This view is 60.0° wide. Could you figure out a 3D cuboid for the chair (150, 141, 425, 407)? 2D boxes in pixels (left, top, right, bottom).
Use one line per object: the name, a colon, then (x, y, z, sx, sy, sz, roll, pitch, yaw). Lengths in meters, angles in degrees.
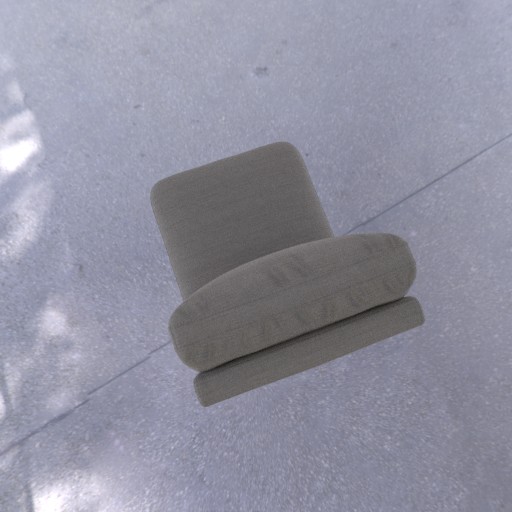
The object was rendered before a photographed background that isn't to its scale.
chair: (0.000, 0.000, 1.315, 0.503, 0.927, 0.698, -19, 75, -5)
